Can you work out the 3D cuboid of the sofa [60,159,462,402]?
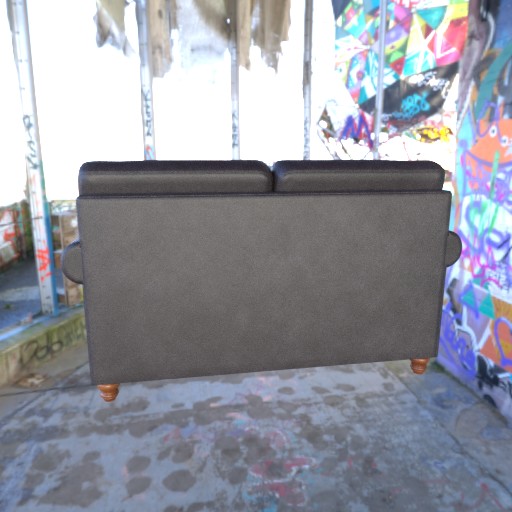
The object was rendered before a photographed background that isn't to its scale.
[{"bbox_3d":[0.000,0.000,2.296,1.663,0.979,1.030,-2,13,-10],"label":"sofa"}]
